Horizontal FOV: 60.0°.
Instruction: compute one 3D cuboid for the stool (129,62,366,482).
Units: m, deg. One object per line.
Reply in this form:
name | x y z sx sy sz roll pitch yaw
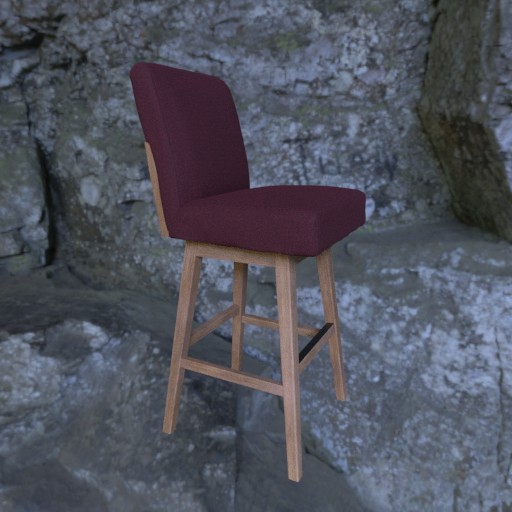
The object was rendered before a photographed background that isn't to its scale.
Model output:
stool | 0.000 0.000 1.355 0.562 1.093 0.468 8 17 27
